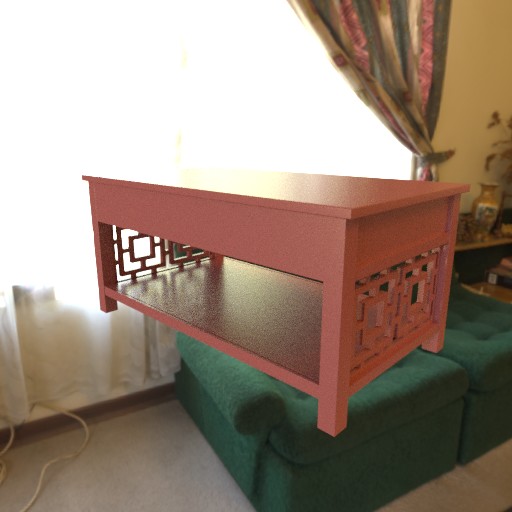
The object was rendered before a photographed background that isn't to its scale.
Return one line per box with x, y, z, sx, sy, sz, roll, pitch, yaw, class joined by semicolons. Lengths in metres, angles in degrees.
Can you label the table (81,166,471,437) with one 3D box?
0.000;0.000;1.431;1.068;0.493;0.612;14;20;42;table
